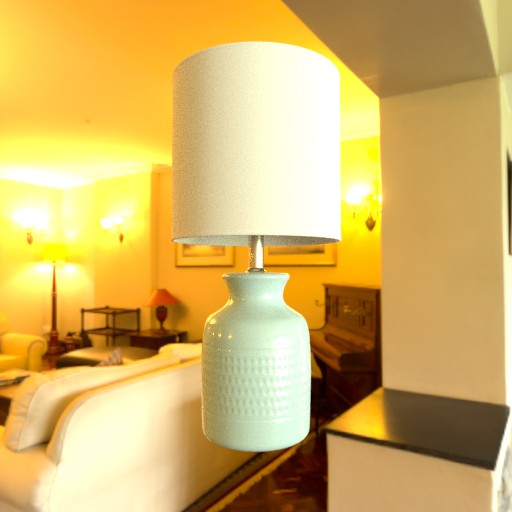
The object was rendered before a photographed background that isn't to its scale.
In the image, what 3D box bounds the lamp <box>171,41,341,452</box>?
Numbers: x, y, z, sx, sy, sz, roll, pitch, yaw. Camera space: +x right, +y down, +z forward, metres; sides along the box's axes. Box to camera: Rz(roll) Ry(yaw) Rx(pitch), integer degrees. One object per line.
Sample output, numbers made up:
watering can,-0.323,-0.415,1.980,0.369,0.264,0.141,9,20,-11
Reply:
lamp,0.000,0.000,1.107,0.418,0.871,0.418,1,-2,-17
